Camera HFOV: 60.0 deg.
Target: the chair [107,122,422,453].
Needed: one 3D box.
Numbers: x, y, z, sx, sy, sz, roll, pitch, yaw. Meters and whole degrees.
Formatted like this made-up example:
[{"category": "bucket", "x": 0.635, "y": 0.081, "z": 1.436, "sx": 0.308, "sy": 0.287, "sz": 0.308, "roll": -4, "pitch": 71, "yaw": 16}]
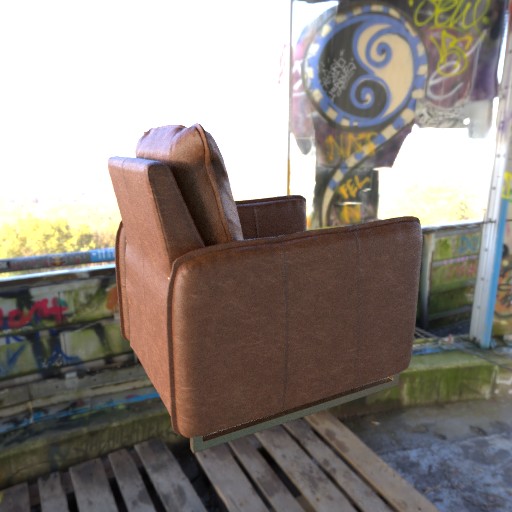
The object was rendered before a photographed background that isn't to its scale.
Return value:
[{"category": "chair", "x": 0.000, "y": 0.000, "z": 1.641, "sx": 0.922, "sy": 0.922, "sz": 0.830, "roll": -7, "pitch": 16, "yaw": -27}]
